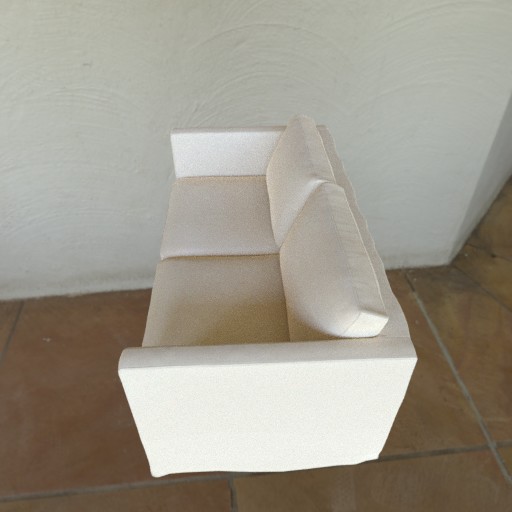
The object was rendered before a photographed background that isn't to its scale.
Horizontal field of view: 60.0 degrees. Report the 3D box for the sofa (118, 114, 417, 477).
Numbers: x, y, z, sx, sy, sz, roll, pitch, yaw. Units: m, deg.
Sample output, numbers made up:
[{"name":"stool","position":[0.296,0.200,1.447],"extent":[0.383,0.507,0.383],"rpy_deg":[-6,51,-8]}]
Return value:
[{"name":"sofa","position":[0.000,0.000,2.197],"extent":[0.962,0.834,1.746],"rpy_deg":[-2,41,-2]}]
